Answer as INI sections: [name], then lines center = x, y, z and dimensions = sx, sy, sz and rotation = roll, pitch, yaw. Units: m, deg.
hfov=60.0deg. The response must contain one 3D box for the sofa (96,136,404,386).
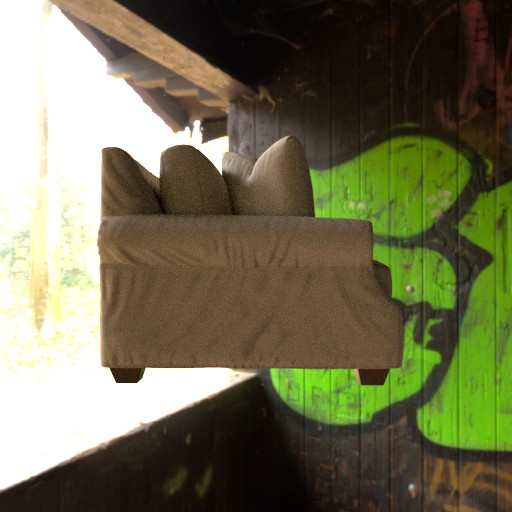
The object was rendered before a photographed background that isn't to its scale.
[sofa]
center = 0.000, 0.000, 2.216
dimensions = 1.070, 0.905, 1.550
rotation = 0, -1, 1
